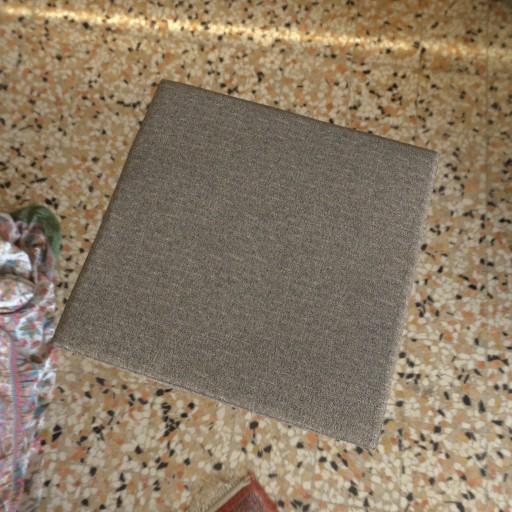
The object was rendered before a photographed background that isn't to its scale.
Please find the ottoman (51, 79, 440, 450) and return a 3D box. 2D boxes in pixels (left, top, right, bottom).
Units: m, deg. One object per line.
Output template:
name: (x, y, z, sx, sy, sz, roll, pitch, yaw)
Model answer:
ottoman: (0.000, 0.000, 1.538, 1.016, 0.379, 0.981, 16, 76, 4)
